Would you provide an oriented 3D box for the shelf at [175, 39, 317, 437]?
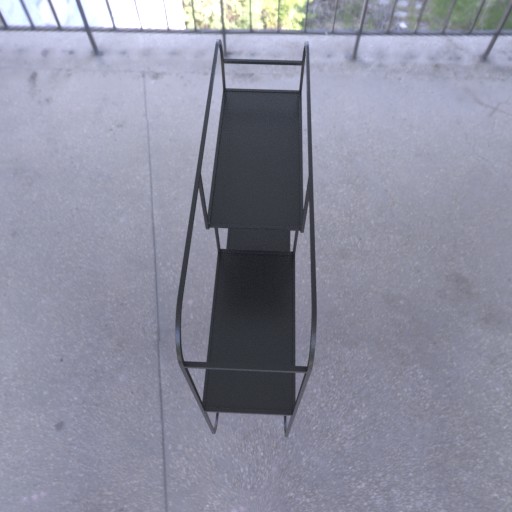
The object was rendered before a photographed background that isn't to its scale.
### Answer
[{"bbox_3d":[0.000,0.000,0.889,0.160,0.600,0.600,2,59,1],"label":"shelf"}]
